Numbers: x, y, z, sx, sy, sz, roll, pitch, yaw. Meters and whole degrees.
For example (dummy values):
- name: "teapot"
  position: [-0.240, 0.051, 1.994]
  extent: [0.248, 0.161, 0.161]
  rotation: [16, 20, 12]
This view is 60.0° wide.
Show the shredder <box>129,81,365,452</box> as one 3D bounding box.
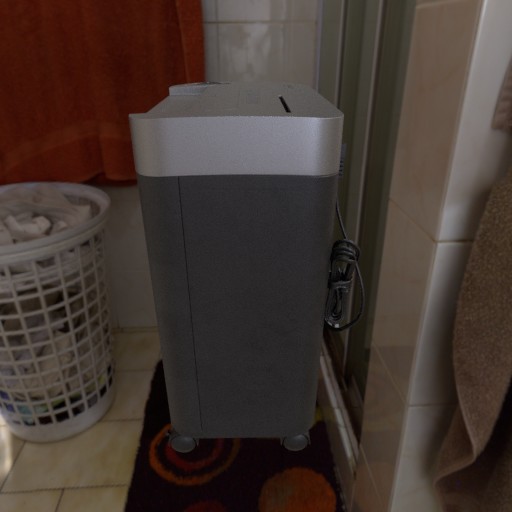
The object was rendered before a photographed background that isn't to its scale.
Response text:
- name: "shredder"
  position: [0.000, 0.000, 0.601]
  extent: [0.237, 0.419, 0.311]
  rotation: [0, 26, -1]
